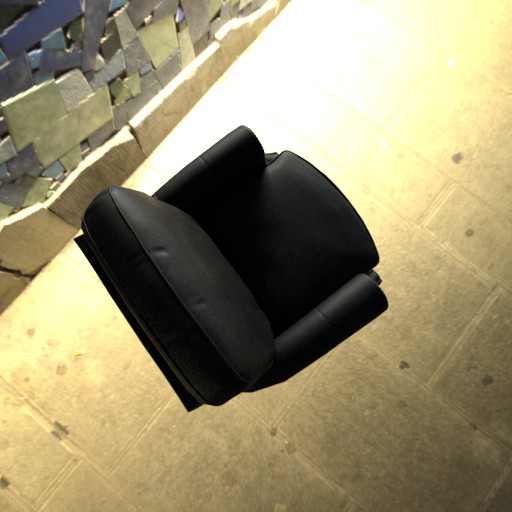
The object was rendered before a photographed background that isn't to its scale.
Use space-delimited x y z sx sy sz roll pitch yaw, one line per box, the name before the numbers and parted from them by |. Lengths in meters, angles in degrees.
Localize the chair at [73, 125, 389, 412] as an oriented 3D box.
chair | 0.000 0.000 1.764 0.986 1.018 0.936 -36 79 -8
